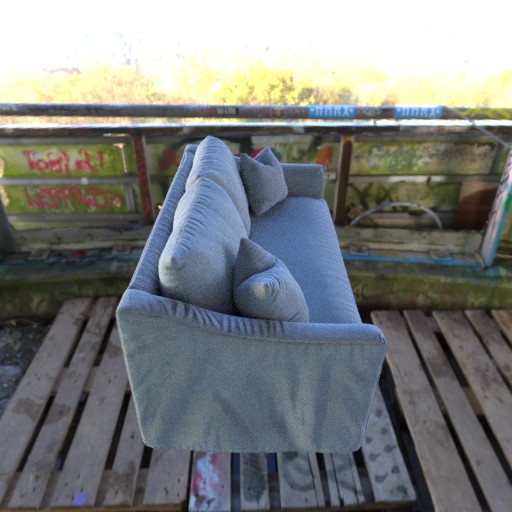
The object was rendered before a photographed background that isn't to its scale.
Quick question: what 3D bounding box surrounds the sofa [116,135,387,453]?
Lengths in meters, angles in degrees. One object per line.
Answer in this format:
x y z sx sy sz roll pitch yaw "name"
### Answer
0.000 0.000 2.656 1.072 1.018 2.010 0 32 0 "sofa"
